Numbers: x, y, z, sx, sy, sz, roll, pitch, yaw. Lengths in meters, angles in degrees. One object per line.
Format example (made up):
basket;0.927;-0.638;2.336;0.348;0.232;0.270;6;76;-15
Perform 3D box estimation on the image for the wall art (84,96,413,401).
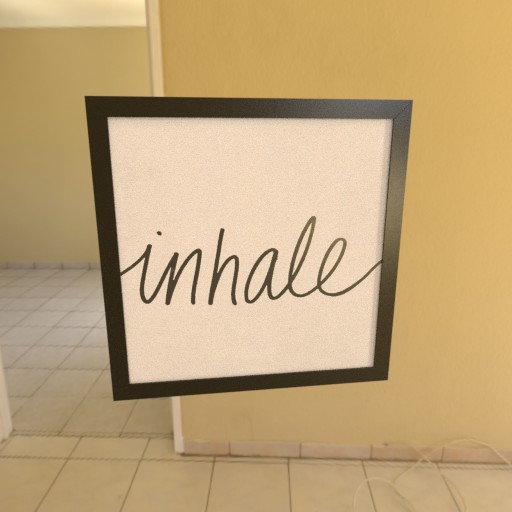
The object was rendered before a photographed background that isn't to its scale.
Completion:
wall art;0.000;0.000;0.661;0.446;0.445;0.014;-2;15;-8
